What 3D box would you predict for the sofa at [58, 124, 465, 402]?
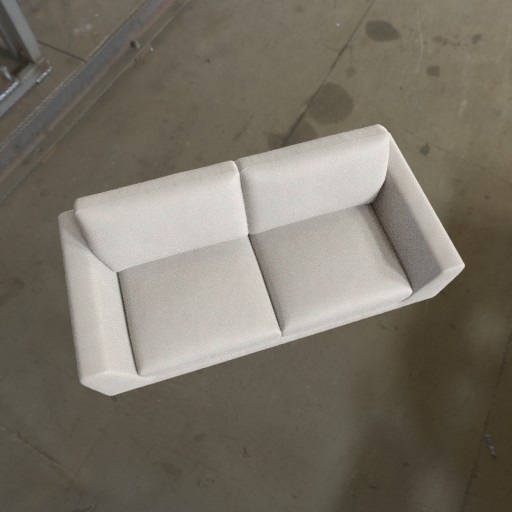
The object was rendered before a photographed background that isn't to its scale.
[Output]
[{"bbox_3d":[0.000,0.000,2.513,2.017,0.875,0.953,-16,65,-7],"label":"sofa"}]
